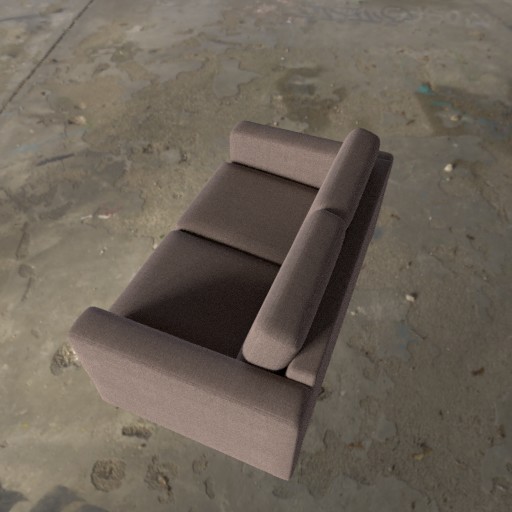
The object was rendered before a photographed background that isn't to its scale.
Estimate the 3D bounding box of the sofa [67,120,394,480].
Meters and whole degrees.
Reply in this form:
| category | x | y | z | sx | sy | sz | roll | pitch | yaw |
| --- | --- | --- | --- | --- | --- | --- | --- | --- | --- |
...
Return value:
| category | x | y | z | sx | sy | sz | roll | pitch | yaw |
| --- | --- | --- | --- | --- | --- | --- | --- | --- | --- |
| sofa | 0.000 | 0.000 | 2.012 | 0.900 | 0.800 | 1.520 | 17 | 50 | 15 |
